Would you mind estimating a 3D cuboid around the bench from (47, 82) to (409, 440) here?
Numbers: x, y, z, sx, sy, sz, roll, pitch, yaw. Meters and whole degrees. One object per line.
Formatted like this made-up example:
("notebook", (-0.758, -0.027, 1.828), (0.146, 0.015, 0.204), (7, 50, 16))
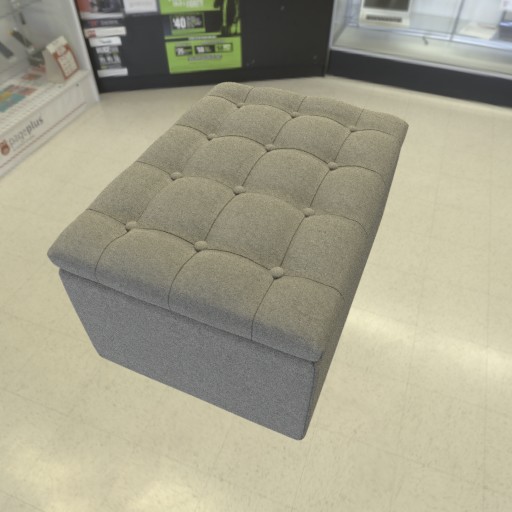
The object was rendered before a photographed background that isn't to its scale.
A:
("bench", (0.000, 0.000, 0.892), (0.417, 0.469, 0.572), (18, 49, 16))
